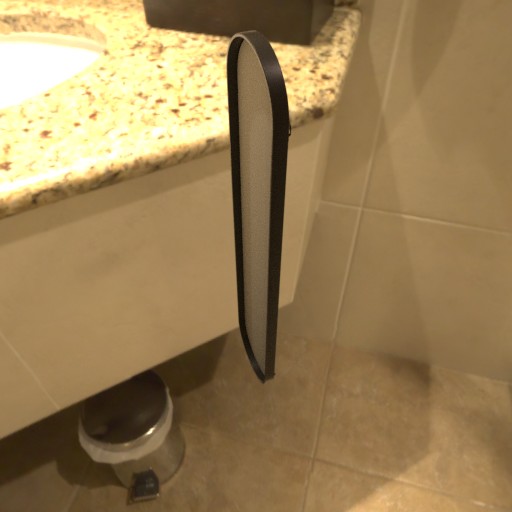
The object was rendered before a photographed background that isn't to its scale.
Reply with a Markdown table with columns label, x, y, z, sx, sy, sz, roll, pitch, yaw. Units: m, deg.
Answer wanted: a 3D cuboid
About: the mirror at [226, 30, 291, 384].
| label | x | y | z | sx | sy | sz | roll | pitch | yaw |
| --- | --- | --- | --- | --- | --- | --- | --- | --- | --- |
| mirror | 0.000 | 0.000 | 1.047 | 0.032 | 0.991 | 0.222 | -16 | 48 | -15 |
